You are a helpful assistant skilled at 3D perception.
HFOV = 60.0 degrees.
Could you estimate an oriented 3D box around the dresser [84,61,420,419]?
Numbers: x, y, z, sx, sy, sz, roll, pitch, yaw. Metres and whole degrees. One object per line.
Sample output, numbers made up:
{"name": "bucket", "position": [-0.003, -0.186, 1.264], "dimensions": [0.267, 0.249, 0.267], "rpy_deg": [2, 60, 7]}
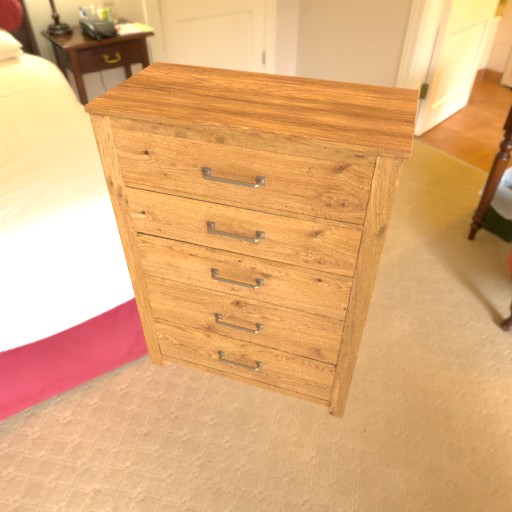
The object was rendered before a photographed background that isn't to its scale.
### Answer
{"name": "dresser", "position": [0.000, 0.000, 2.009], "dimensions": [1.081, 1.431, 0.558], "rpy_deg": [12, 42, 14]}
